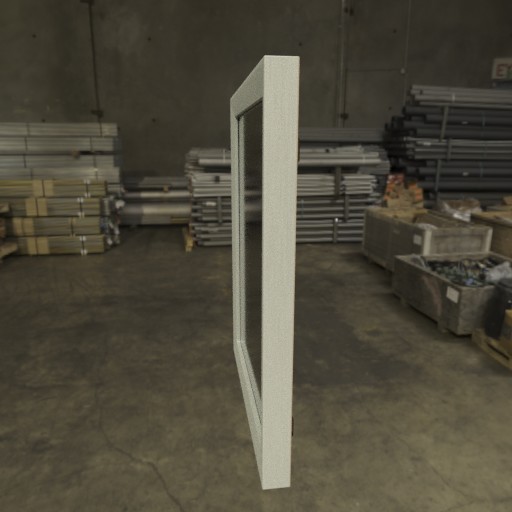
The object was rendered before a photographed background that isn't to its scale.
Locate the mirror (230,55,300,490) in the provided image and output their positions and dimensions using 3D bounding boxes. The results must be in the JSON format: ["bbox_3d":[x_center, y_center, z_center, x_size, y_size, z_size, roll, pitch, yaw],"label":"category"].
[{"bbox_3d":[0.000,0.000,0.696,0.041,0.508,0.405,-2,14,-8],"label":"mirror"}]
